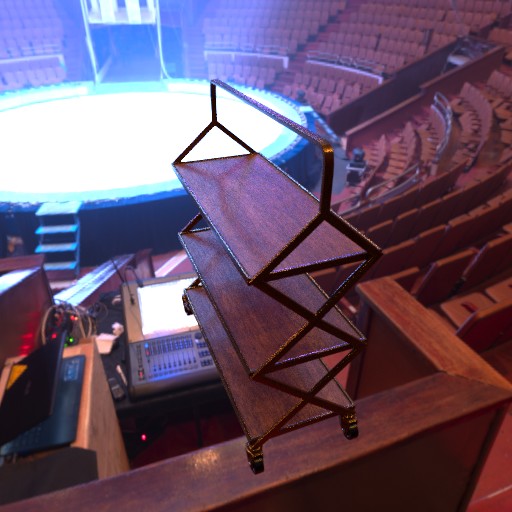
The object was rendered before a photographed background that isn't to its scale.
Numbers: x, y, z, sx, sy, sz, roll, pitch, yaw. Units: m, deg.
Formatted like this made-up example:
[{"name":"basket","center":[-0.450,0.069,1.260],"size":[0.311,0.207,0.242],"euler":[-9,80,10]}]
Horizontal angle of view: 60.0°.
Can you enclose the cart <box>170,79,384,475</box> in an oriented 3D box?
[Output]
[{"name":"cart","center":[0.000,0.000,1.204],"size":[0.313,0.805,0.723],"euler":[-11,33,-18]}]
